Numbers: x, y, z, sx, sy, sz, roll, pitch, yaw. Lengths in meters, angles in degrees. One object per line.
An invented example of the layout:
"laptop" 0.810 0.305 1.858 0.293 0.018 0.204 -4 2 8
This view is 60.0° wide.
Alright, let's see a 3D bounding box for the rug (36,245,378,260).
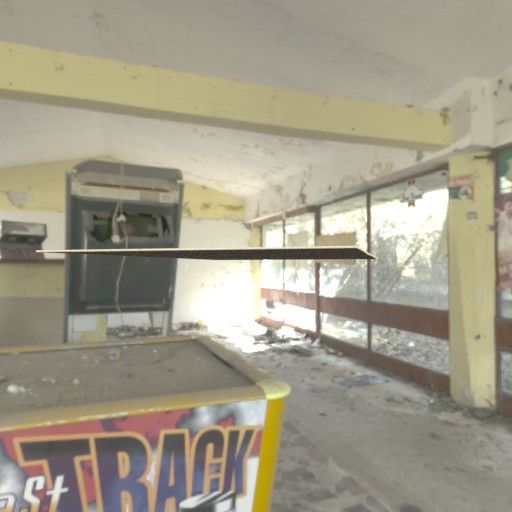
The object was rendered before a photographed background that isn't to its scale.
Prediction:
"rug" 0.000 0.000 2.406 1.220 0.007 1.828 0 -2 17
